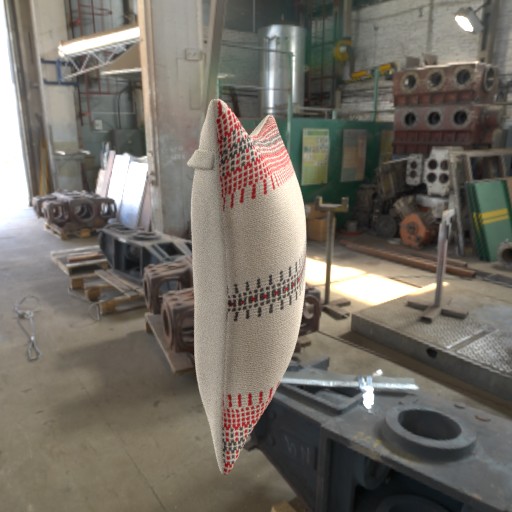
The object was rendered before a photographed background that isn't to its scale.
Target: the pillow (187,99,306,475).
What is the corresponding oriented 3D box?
[{"bbox_3d":[0.000,0.000,0.720,0.160,0.454,0.463,2,16,8],"label":"pillow"}]
